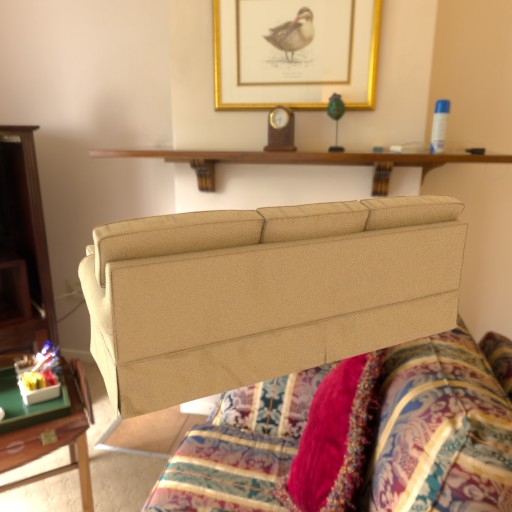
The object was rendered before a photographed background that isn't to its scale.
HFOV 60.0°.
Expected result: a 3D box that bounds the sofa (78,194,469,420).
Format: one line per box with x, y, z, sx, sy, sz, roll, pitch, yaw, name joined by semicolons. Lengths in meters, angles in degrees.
0.000;0.000;3.296;2.475;0.978;1.733;-8;17;-26;sofa
